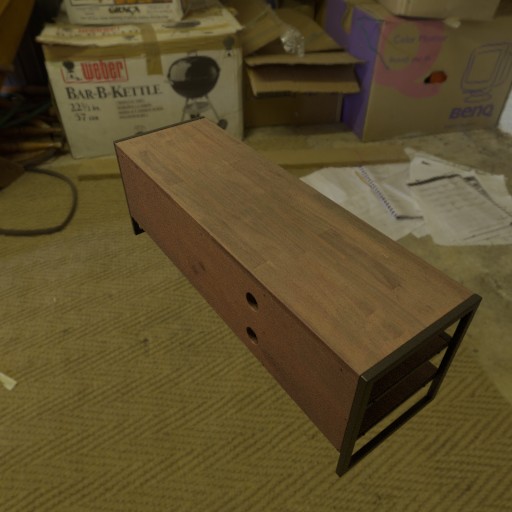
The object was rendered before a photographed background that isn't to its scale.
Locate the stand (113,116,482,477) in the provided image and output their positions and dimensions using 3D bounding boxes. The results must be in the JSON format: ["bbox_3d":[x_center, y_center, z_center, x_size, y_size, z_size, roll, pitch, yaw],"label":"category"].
[{"bbox_3d":[0.000,0.000,1.722,0.454,0.506,1.480,-25,47,-26],"label":"stand"}]
